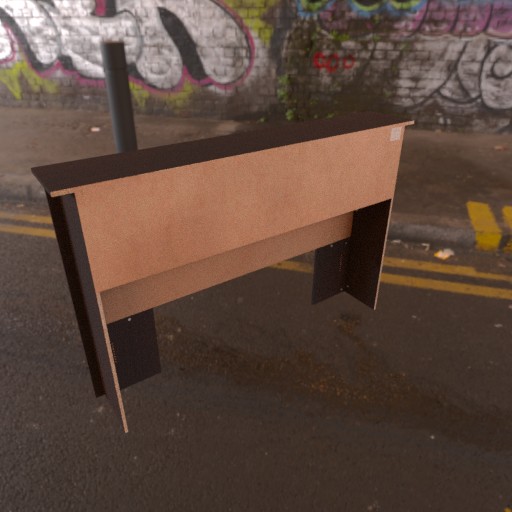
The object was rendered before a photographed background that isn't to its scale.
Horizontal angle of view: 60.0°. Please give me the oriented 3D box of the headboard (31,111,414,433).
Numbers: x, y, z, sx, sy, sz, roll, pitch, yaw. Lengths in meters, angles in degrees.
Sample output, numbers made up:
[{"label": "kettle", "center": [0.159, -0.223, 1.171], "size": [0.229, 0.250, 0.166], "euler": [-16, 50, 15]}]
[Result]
[{"label": "headboard", "center": [0.000, 0.000, 2.087], "size": [1.671, 1.092, 0.279], "euler": [-19, 34, -30]}]
